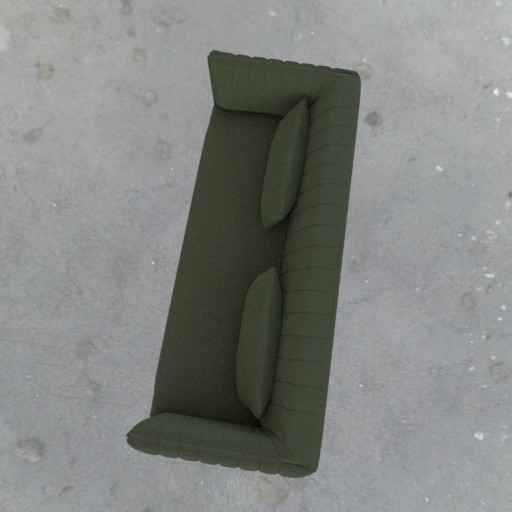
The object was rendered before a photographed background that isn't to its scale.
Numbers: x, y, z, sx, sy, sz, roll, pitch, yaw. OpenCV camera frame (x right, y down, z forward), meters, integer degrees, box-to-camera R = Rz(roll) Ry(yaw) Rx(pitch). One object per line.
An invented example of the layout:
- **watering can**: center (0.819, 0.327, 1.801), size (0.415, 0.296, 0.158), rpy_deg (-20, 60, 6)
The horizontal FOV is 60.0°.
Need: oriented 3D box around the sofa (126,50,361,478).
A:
- **sofa**: center (0.000, 0.000, 2.529), size (0.896, 0.793, 2.137), rpy_deg (9, 76, 2)
